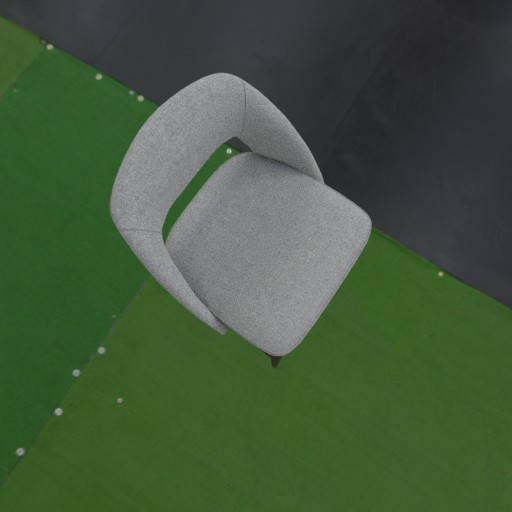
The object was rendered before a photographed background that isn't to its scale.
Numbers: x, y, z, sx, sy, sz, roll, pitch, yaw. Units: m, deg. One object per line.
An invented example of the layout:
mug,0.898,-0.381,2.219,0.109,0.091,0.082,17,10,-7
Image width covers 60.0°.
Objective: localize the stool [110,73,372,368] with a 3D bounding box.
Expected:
stool,0.000,0.000,1.315,0.509,1.037,0.494,34,79,8
